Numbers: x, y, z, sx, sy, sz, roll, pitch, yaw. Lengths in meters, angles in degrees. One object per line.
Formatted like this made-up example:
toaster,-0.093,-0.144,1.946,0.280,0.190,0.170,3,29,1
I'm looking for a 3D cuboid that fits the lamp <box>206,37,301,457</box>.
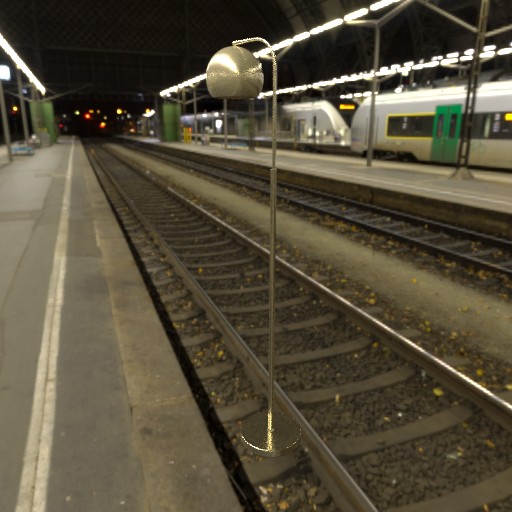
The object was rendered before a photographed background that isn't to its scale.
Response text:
lamp,0.000,0.000,1.694,0.250,1.526,0.431,-14,21,-41
